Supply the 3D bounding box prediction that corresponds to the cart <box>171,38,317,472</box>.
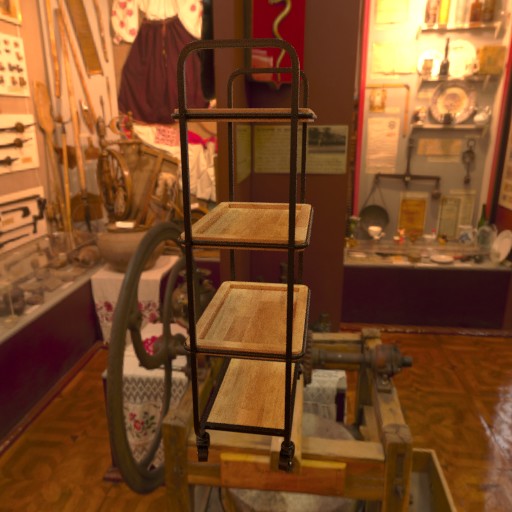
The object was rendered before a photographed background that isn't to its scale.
[{"bbox_3d":[0.000,0.000,1.310,0.321,1.080,0.545,2,17,8],"label":"cart"}]
